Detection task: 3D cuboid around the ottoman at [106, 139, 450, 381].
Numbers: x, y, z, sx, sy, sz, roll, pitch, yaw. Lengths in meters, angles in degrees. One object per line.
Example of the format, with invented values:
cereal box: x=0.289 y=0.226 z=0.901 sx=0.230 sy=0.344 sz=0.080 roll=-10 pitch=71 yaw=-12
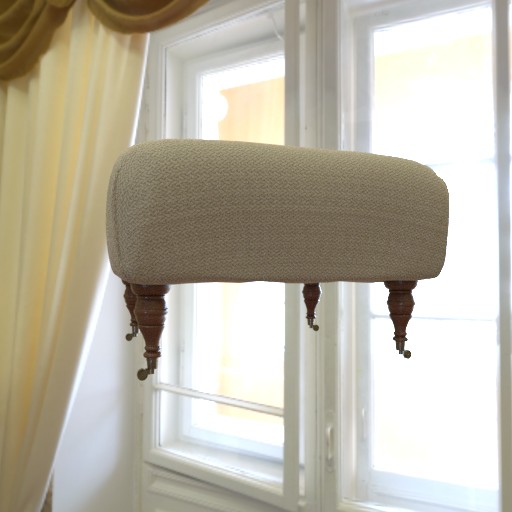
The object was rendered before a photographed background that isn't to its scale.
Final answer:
ottoman: x=0.000 y=0.000 z=1.065 sx=0.684 sy=0.447 sz=0.622 roll=0 pitch=-1 yaw=-19
